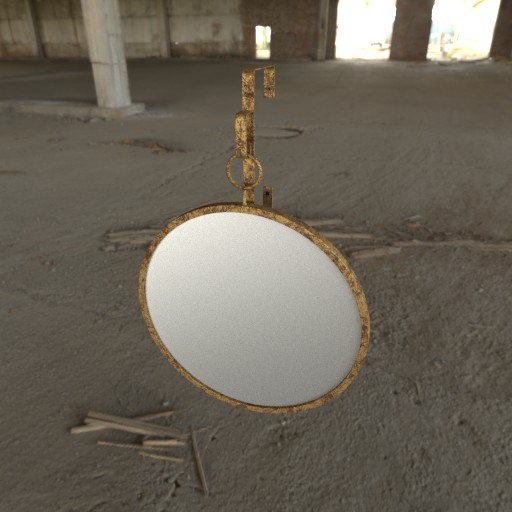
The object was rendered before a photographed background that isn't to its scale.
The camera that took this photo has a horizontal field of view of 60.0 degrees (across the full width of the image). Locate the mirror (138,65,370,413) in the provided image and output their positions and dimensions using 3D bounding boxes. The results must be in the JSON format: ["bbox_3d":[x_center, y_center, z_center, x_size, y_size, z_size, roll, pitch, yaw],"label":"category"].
[{"bbox_3d":[0.000,0.000,0.830,0.447,0.651,0.144,9,28,16],"label":"mirror"}]
